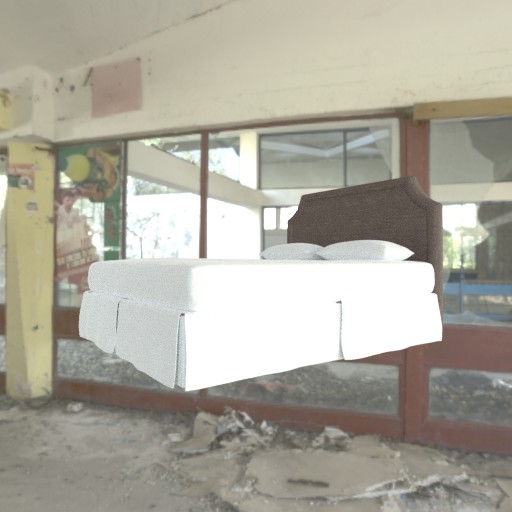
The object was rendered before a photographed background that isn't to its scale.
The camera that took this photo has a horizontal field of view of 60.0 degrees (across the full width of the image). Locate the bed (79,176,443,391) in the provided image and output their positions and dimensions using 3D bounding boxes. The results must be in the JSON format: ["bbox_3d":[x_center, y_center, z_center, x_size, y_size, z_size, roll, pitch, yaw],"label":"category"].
[{"bbox_3d":[0.000,0.000,4.248,2.773,1.590,2.350,0,0,-36],"label":"bed"}]
